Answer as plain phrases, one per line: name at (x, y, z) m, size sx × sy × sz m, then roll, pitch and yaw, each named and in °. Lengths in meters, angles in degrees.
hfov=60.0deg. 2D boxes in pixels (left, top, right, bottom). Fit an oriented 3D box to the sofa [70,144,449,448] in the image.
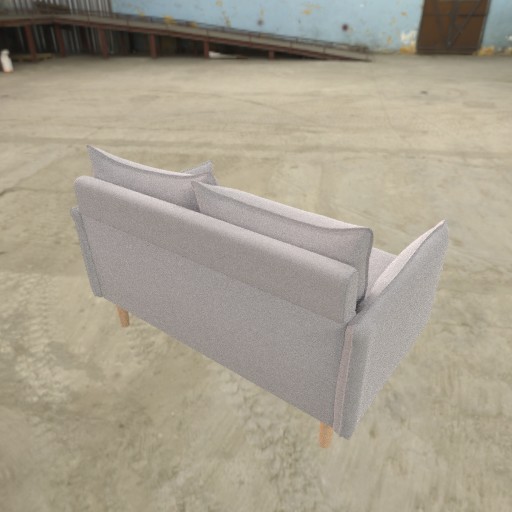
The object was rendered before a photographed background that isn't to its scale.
sofa at (0.000, 0.000, 1.809) m, size 1.300 × 0.840 × 0.820 m, roll 21°, pitch 35°, yaw 32°
